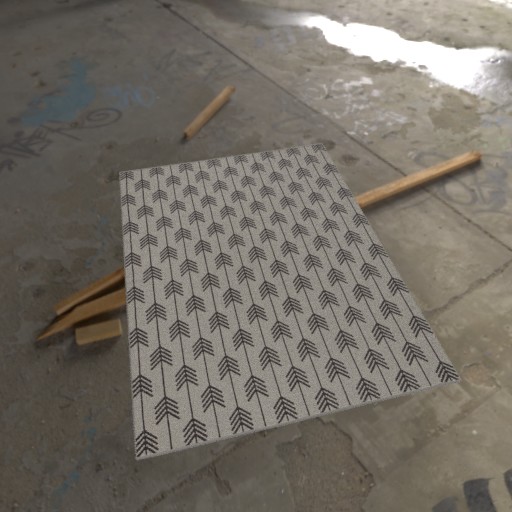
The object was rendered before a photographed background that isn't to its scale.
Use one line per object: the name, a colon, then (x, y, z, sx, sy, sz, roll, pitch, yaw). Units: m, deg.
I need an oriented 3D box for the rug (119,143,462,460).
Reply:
rug: (0.000, 0.000, 4.009, 2.330, 0.010, 3.061, -10, 49, -9)
